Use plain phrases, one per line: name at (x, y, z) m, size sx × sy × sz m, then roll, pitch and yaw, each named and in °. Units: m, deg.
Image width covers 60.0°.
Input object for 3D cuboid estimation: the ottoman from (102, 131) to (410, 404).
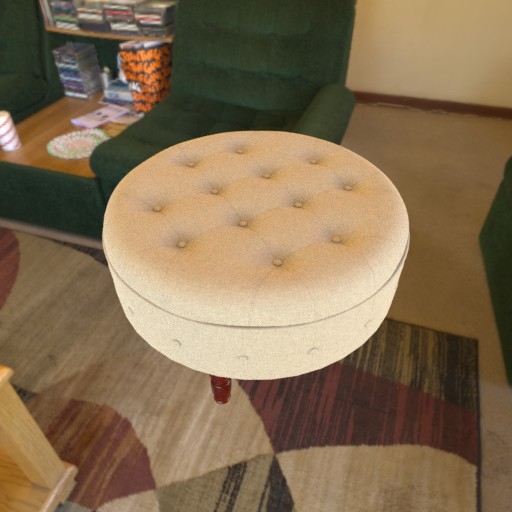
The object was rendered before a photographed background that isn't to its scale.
ottoman at (0.000, 0.000, 1.373) m, size 0.849 × 0.478 × 0.849 m, roll 0°, pitch 42°, yaw 0°
